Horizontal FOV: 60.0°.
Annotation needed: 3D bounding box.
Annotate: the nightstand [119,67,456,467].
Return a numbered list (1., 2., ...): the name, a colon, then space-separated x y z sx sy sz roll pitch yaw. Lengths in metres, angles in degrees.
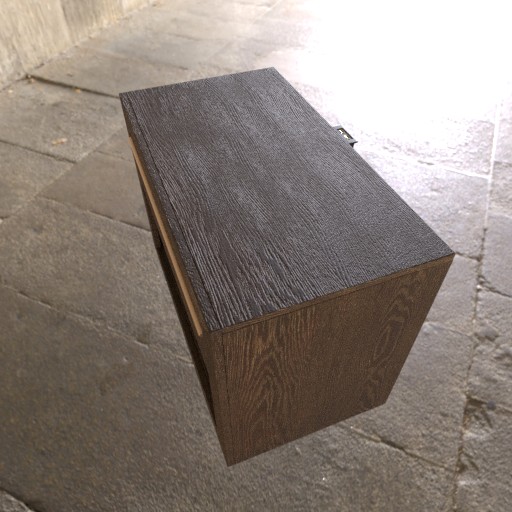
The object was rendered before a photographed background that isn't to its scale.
1. nightstand: 0.000 0.000 1.153 0.457 0.612 0.775 -16 48 -15
